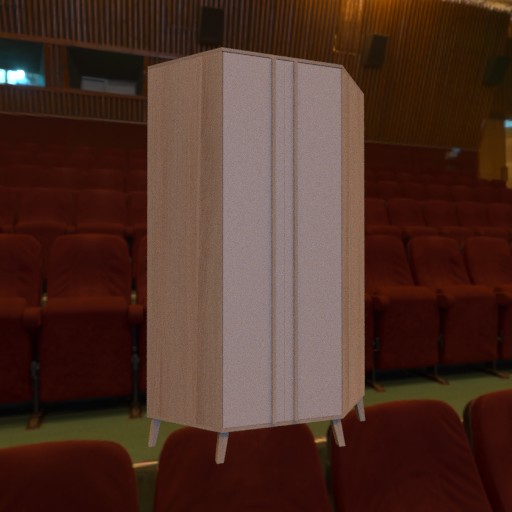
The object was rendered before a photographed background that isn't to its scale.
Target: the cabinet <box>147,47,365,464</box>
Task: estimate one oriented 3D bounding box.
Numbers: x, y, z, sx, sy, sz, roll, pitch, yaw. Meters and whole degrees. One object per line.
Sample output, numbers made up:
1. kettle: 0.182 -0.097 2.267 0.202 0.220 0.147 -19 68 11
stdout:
1. cabinet: 0.000 0.000 2.624 1.272 1.957 0.969 0 -1 -17
